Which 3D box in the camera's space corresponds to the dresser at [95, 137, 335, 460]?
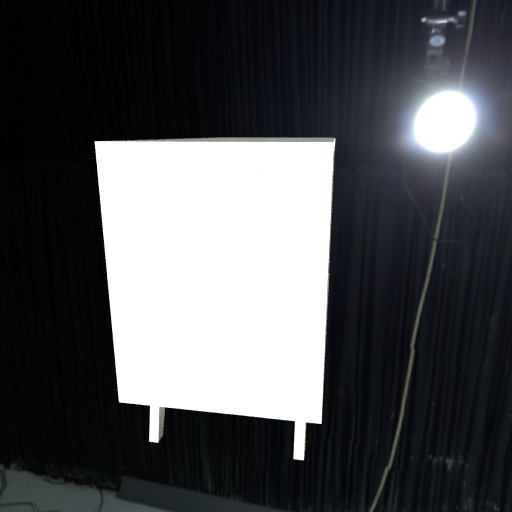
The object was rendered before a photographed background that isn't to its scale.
[{"bbox_3d":[0.000,0.000,1.529,0.500,0.780,1.110,3,16,10],"label":"dresser"}]
